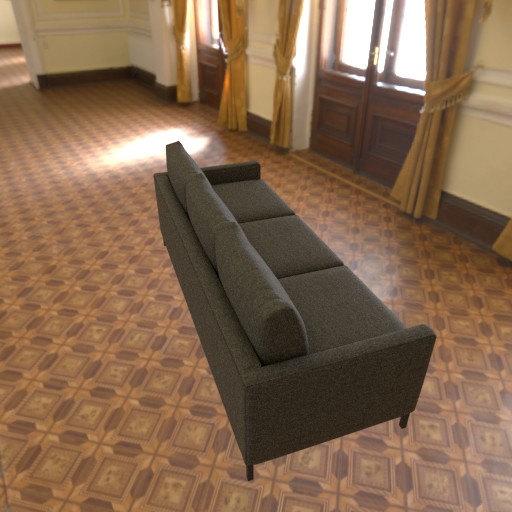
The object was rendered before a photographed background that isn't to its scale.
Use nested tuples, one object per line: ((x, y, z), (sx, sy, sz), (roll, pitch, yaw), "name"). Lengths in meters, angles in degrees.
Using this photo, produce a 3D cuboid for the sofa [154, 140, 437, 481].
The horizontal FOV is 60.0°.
((0.000, 0.000, 2.707), (0.876, 0.879, 2.253), (-11, 33, -17), "sofa")
